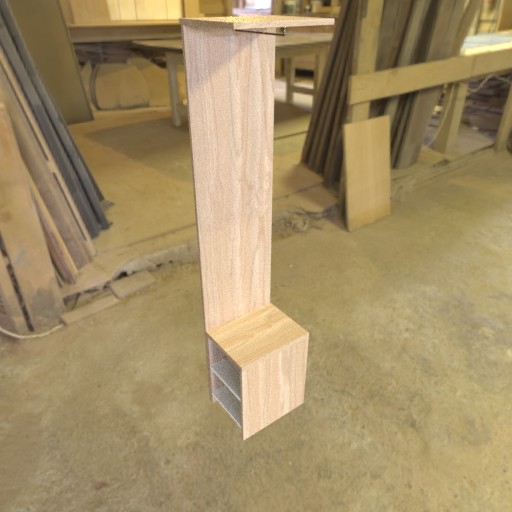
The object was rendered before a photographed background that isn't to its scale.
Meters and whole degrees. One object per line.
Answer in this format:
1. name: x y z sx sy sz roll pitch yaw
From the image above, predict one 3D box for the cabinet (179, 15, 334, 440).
1. cabinet: 0.000 0.000 1.987 0.411 1.879 0.338 -21 36 -31
